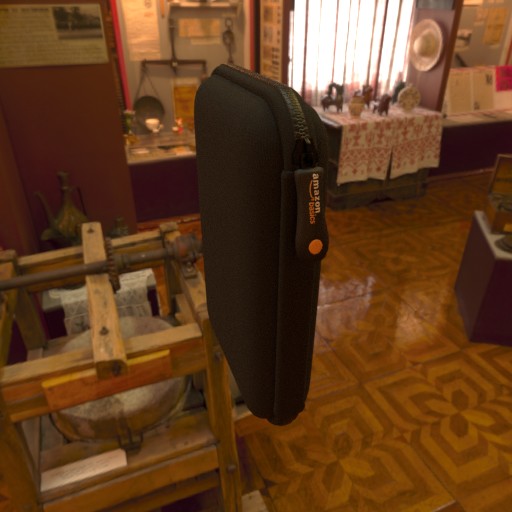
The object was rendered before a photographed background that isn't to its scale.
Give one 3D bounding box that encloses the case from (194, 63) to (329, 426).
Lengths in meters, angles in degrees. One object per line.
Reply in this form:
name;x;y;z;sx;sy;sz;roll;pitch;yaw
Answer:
case;0.000;0.000;0.193;0.030;0.147;0.107;-10;32;-17
